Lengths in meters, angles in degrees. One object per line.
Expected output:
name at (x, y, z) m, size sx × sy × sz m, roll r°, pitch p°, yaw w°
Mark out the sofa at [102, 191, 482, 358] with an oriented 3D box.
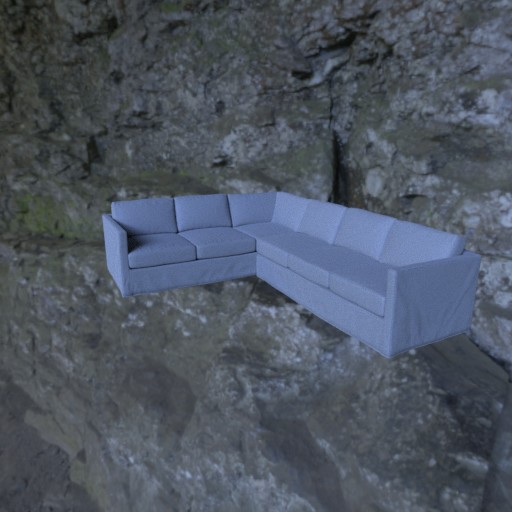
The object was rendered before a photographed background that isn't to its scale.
sofa at (0.000, 0.000, 4.409) m, size 2.432 × 0.871 × 3.182 m, roll -8°, pitch 18°, yaw -26°
